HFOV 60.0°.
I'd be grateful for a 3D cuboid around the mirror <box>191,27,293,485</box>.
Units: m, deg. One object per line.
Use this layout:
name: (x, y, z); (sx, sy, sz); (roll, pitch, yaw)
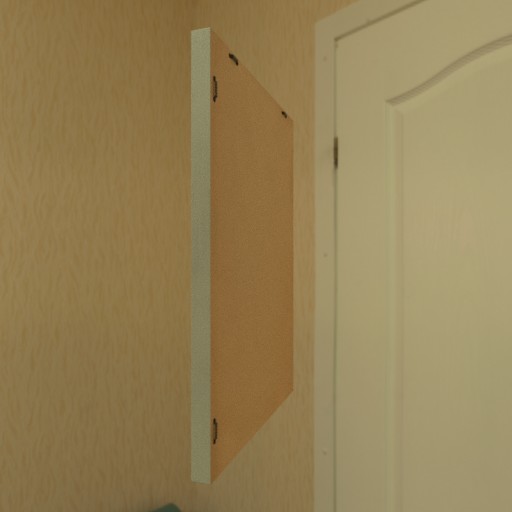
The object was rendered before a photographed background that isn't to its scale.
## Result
mirror: (0.000, 0.000, 0.931); (0.039, 0.710, 0.507); (0, 0, 19)
